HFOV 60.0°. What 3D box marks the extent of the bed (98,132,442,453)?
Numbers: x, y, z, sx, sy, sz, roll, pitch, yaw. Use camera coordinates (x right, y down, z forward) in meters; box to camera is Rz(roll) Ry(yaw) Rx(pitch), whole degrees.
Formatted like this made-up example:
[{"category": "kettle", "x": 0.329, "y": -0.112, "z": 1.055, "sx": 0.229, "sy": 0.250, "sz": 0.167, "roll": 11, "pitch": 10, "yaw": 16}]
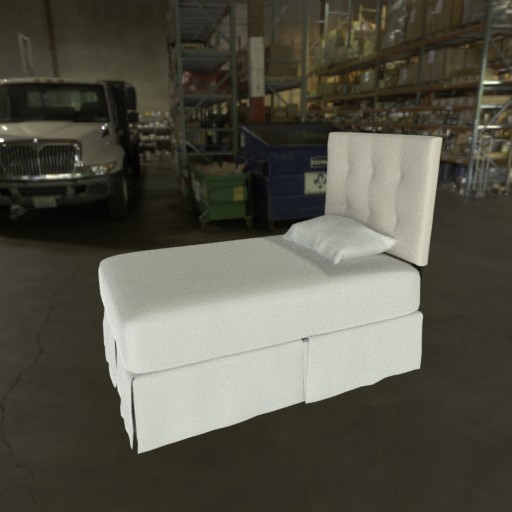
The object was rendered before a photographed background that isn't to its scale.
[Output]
[{"category": "bed", "x": 0.000, "y": 0.000, "z": 2.994, "sx": 1.997, "sy": 1.571, "sz": 1.261, "roll": -8, "pitch": 19, "yaw": -23}]
